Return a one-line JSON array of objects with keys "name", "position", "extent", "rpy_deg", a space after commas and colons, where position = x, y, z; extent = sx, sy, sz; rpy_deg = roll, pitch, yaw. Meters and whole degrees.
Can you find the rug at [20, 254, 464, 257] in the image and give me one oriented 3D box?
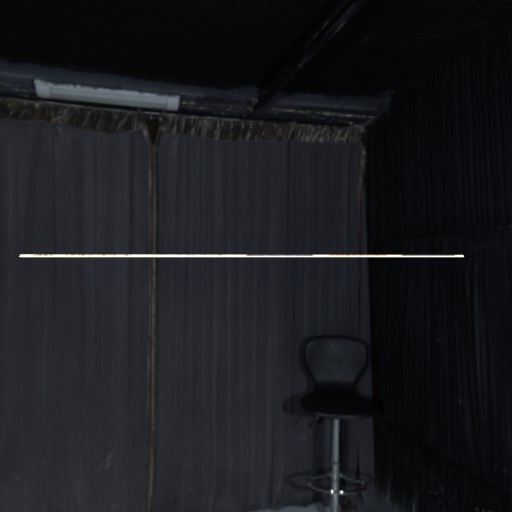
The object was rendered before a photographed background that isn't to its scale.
[{"name": "rug", "position": [0.000, 0.000, 2.517], "extent": [2.287, 0.011, 0.687], "rpy_deg": [0, 0, -18]}]
